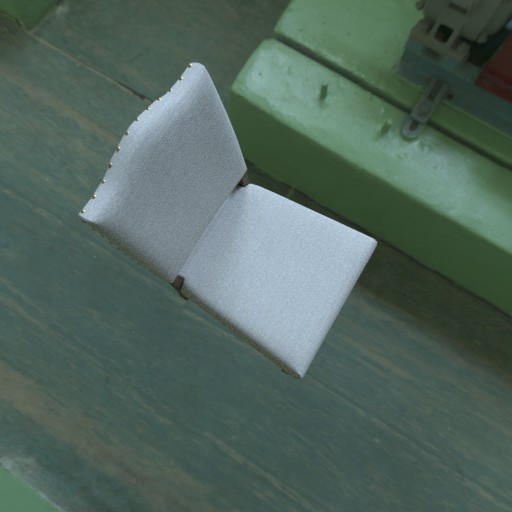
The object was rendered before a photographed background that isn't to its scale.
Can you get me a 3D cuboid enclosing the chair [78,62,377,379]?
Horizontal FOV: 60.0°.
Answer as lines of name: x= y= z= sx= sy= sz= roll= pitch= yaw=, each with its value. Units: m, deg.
chair: x=0.000 y=0.000 z=1.373 sx=0.620 sy=1.020 sz=0.508 roll=31 pitch=78 yaw=7
